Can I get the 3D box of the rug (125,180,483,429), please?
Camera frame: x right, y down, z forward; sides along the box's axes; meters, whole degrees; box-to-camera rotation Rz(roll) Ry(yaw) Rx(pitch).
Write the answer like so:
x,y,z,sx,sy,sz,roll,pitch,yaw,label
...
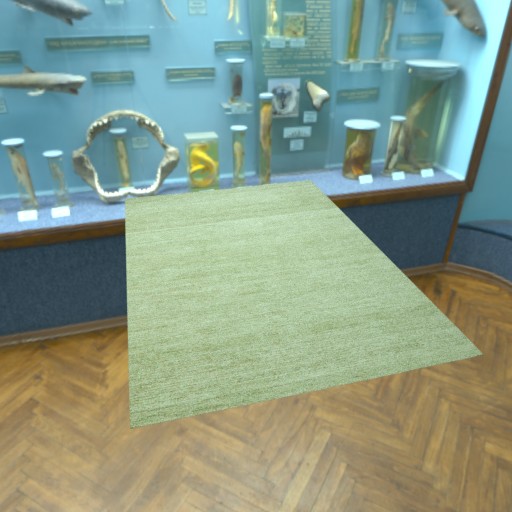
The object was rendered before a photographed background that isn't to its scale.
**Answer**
x,y,z,sx,sy,sz,roll,pitch,yaw,label
0.000,0.000,2.835,1.606,0.017,2.270,-8,32,-13,rug
